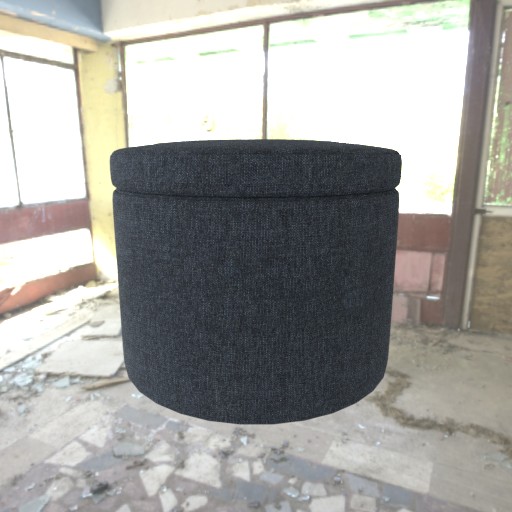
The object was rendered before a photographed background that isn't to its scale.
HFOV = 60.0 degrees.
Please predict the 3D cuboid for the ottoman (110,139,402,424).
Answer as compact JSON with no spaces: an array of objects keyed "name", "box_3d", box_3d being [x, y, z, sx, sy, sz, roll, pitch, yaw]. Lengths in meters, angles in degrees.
[{"name":"ottoman","box_3d":[0.000,0.000,0.834,0.500,0.419,0.500,0,13,0]}]
